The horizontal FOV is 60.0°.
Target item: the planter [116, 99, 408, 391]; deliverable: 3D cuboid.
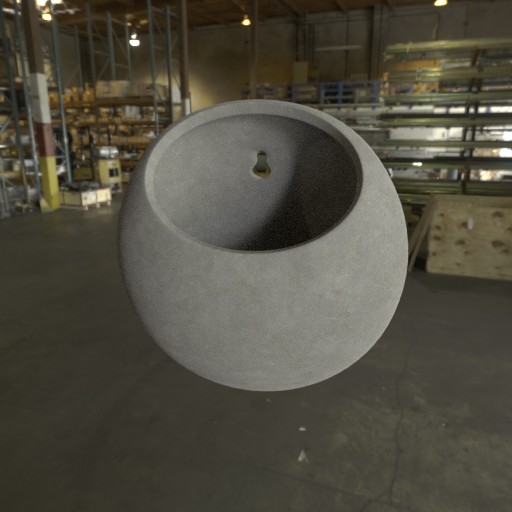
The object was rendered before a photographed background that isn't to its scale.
[{"bbox_3d":[0.000,0.000,0.281,0.185,0.188,0.071,2,15,9],"label":"planter"}]
